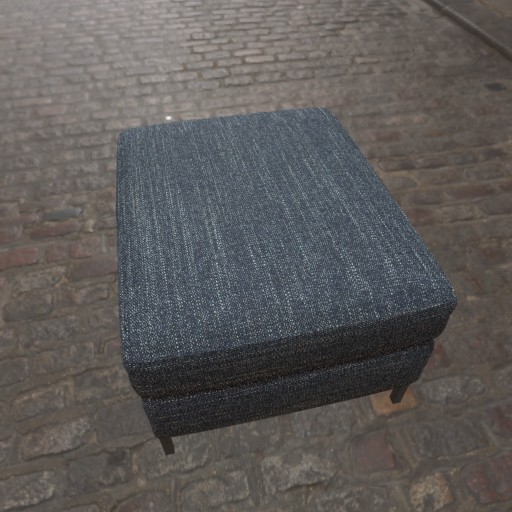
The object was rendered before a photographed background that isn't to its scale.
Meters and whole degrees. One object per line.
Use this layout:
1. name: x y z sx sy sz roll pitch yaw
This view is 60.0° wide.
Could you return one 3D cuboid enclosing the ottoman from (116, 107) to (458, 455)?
1. ottoman: 0.000 0.000 1.211 0.667 0.491 0.814 -9 47 -9
